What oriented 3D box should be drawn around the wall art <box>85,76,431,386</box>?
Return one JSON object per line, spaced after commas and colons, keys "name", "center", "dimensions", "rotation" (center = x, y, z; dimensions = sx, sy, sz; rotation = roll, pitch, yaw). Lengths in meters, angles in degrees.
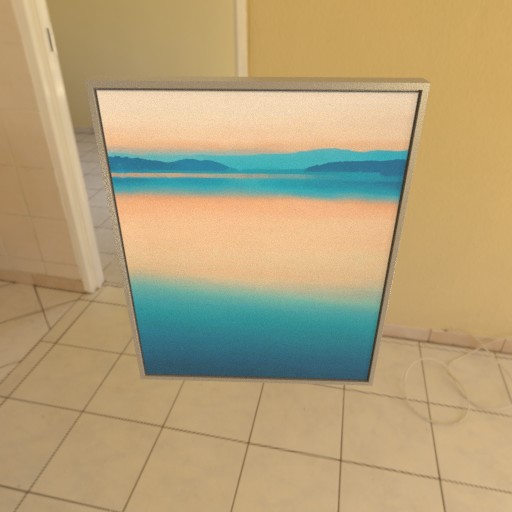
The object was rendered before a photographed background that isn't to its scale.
{"name": "wall art", "center": [0.000, 0.000, 0.738], "dimensions": [0.453, 0.554, 0.037], "rotation": [1, 31, 2]}
